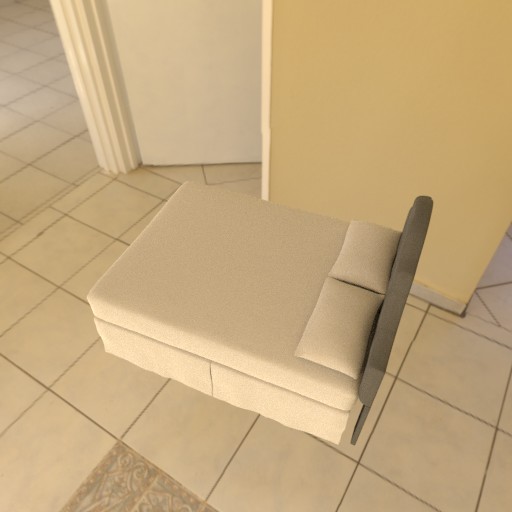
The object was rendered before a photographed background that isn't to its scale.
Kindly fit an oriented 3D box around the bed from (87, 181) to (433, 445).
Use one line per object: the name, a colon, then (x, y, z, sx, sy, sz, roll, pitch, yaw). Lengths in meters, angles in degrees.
bed: (0.000, 0.000, 3.356, 2.155, 1.575, 1.636, 17, 48, 15)
